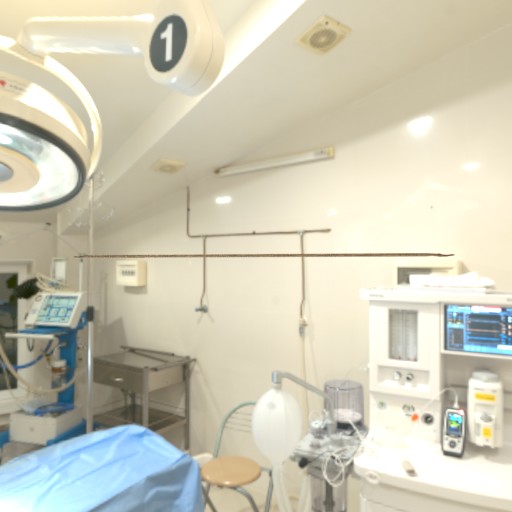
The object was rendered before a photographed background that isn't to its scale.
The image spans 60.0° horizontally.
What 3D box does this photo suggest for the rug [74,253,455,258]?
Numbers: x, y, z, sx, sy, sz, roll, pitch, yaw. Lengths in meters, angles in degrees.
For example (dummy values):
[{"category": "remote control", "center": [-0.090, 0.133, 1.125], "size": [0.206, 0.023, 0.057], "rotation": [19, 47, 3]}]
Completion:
[{"category": "rug", "center": [0.000, 0.000, 2.828], "size": [2.378, 0.018, 1.324], "rotation": [0, -1, 37]}]
